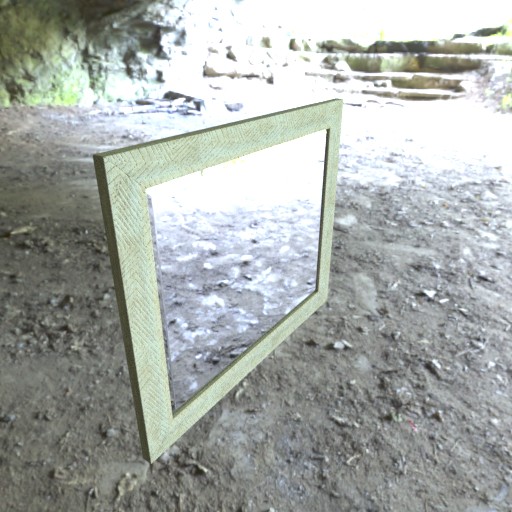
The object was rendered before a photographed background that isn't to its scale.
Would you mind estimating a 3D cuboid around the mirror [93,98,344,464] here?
[{"bbox_3d":[0.000,0.000,1.142,0.028,0.689,0.839,18,32,31],"label":"mirror"}]
